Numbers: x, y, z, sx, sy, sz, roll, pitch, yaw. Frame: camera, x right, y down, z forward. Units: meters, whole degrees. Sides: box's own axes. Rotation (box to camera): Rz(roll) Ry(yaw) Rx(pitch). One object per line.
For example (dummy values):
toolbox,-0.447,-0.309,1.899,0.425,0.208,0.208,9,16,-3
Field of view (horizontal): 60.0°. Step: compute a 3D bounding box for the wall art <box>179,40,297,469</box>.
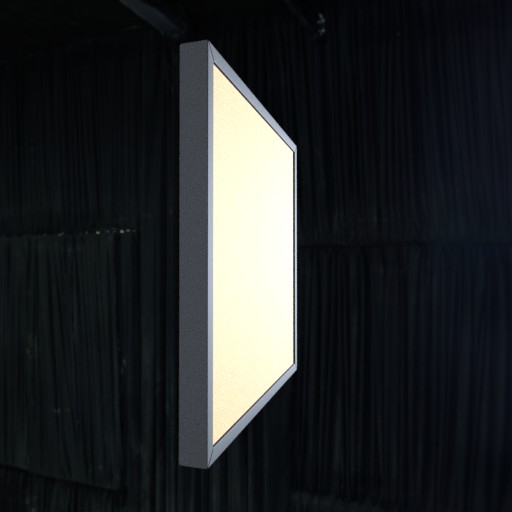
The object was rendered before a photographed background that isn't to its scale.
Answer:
wall art,0.000,0.000,0.770,0.037,0.508,0.508,0,-1,17
